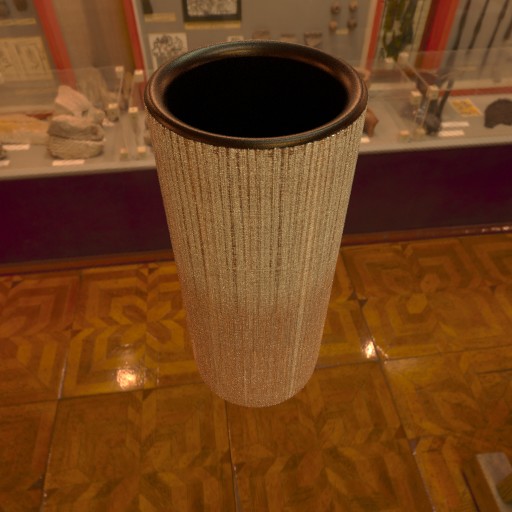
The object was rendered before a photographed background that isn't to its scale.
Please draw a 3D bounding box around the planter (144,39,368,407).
[{"bbox_3d":[0.000,0.000,0.280,0.100,0.227,0.100,-4,47,-4],"label":"planter"}]
